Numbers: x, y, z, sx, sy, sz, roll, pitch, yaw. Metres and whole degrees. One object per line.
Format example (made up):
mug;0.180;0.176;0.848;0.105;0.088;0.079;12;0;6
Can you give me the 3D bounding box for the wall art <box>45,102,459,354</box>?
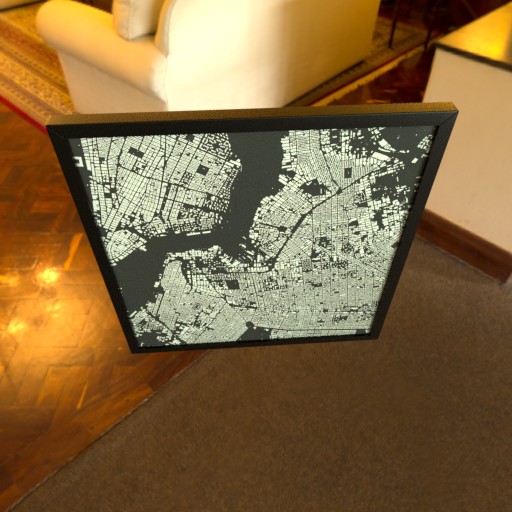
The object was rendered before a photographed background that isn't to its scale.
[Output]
wall art;0.000;0.000;1.091;0.755;0.761;0.038;-3;46;-3
